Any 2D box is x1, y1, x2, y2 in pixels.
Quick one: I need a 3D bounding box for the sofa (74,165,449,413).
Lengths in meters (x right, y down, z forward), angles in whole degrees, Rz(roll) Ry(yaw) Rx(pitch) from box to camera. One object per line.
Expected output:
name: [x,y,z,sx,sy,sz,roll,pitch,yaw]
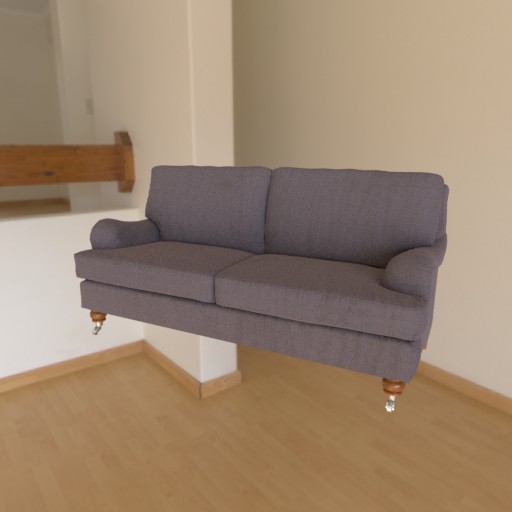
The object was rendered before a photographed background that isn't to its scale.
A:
sofa: [0.000,0.000,2.800,2.165,1.087,1.086,7,16,26]
